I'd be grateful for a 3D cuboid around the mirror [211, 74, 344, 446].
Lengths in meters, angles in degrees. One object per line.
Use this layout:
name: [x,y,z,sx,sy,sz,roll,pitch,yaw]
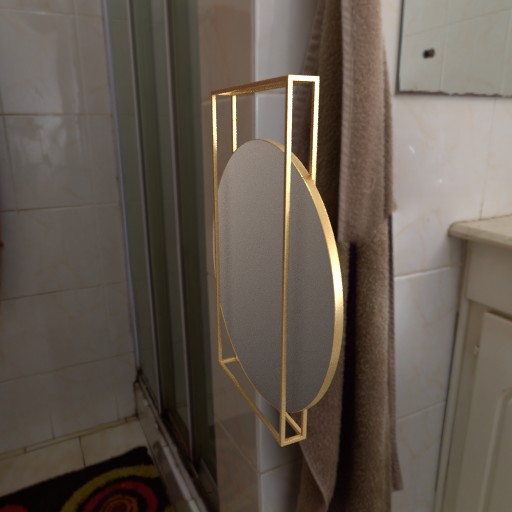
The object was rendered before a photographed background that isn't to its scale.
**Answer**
mirror: [0.000,0.000,0.834,0.051,0.603,0.508,-7,18,-24]
